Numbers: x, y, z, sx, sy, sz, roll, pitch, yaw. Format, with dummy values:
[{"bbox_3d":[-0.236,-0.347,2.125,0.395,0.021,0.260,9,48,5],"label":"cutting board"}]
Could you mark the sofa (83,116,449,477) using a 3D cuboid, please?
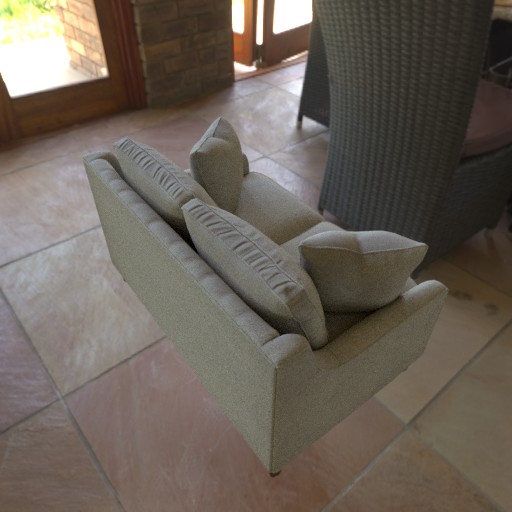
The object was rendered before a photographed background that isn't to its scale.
[{"bbox_3d":[0.000,0.000,1.993,0.915,0.863,1.422,-26,47,-27],"label":"sofa"}]
